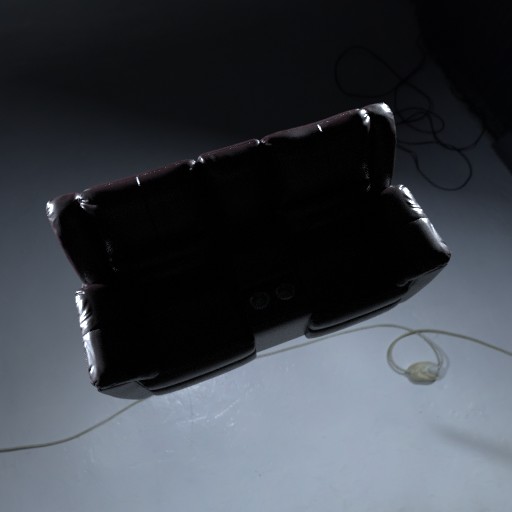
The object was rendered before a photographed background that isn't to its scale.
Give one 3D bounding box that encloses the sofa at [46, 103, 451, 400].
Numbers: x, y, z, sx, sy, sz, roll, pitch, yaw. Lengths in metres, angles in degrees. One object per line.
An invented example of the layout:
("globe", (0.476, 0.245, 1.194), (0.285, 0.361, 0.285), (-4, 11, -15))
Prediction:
("sofa", (0.000, 0.000, 2.592), (2.058, 1.043, 0.991), (-19, 66, -9))
